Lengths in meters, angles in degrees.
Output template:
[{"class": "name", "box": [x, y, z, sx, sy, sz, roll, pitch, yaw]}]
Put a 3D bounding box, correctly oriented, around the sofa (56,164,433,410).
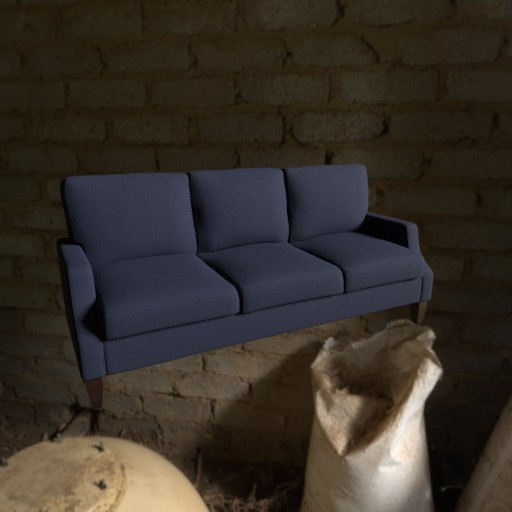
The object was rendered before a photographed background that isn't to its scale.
[{"class": "sofa", "box": [0.000, 0.000, 2.639, 2.115, 0.984, 0.888, -8, 18, -26]}]
